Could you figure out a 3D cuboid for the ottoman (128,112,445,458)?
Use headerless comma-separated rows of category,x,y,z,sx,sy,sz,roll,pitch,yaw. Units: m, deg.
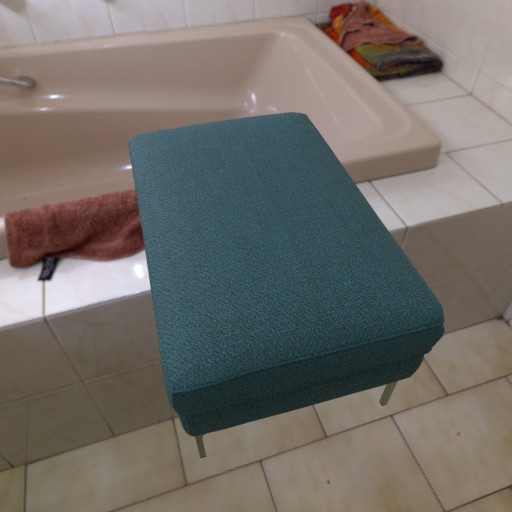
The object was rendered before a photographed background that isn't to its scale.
ottoman,0.000,0.000,1.201,0.563,0.498,0.856,-12,48,-11
